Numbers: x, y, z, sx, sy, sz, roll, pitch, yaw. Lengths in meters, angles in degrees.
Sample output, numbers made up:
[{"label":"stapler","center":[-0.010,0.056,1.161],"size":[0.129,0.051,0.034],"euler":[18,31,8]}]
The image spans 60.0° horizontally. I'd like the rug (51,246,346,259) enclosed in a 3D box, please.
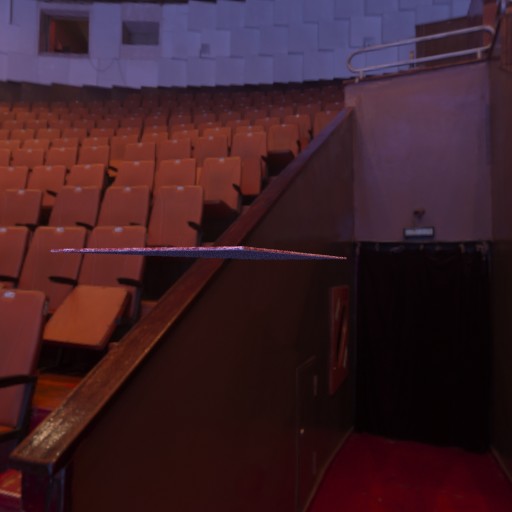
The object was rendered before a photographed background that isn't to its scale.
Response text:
[{"label":"rug","center":[0.000,0.000,2.638],"size":[0.750,0.011,2.435],"euler":[0,-1,19]}]
